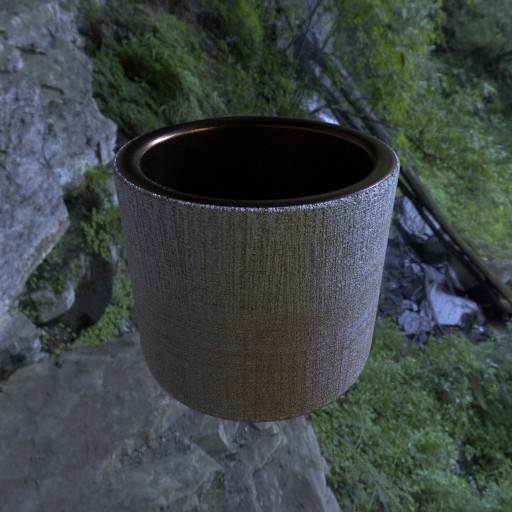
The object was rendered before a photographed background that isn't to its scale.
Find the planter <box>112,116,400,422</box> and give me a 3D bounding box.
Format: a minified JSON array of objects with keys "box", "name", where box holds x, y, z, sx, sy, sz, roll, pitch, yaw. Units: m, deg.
[{"box":[0.000,0.000,0.194,0.109,0.096,0.109,0,31,0],"name":"planter"}]
